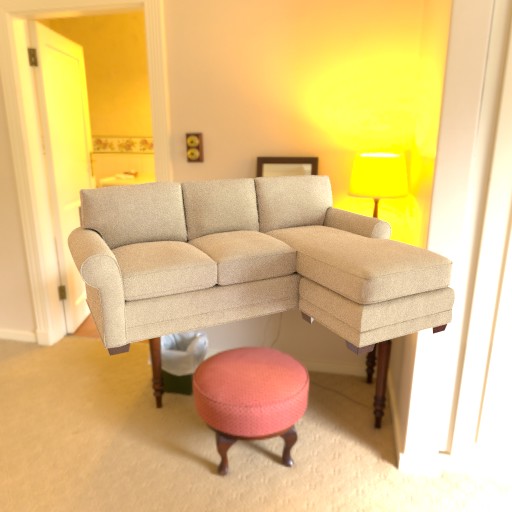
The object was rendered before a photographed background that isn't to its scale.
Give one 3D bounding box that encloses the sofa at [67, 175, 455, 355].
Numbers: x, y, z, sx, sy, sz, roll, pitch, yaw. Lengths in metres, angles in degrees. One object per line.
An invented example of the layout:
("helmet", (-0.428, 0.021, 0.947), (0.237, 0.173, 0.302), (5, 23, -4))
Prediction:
("sofa", (0.000, 0.000, 2.361), (1.770, 0.734, 1.226), (-8, 17, -26))
